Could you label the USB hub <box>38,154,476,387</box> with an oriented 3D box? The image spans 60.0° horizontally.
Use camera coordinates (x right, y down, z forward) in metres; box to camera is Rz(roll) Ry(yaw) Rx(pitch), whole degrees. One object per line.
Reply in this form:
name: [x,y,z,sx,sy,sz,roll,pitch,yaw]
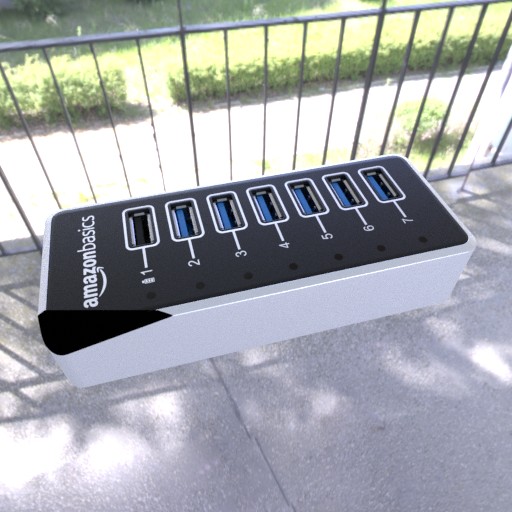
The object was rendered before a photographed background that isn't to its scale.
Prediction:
USB hub: [0.000,0.000,0.127,0.110,0.023,0.044,-11,49,-10]
